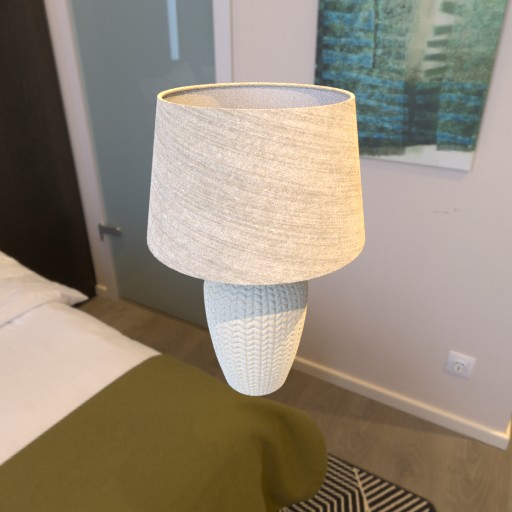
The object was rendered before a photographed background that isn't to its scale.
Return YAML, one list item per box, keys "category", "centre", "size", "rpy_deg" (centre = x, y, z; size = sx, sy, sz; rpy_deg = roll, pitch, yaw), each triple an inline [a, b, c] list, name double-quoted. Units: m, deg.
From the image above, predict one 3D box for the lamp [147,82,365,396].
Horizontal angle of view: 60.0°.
- category: "lamp"
  centre: [0.000, 0.000, 0.836]
  size: [0.390, 0.580, 0.390]
  rpy_deg: [0, 27, 0]
